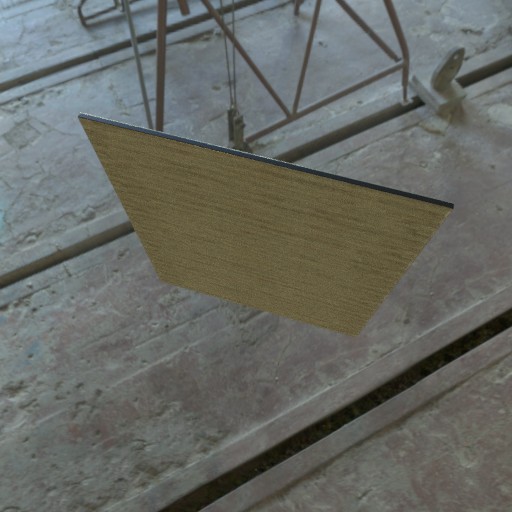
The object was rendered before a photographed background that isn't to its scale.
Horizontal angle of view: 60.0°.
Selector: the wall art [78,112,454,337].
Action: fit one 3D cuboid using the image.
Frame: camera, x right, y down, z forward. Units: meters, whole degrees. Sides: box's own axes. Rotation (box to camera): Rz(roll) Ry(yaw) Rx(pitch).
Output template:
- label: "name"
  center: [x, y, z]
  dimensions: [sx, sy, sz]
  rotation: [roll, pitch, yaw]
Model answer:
- label: "wall art"
  center: [0.000, 0.000, 0.798]
  dimensions: [0.483, 0.559, 0.009]
  rotation: [15, 65, 7]
